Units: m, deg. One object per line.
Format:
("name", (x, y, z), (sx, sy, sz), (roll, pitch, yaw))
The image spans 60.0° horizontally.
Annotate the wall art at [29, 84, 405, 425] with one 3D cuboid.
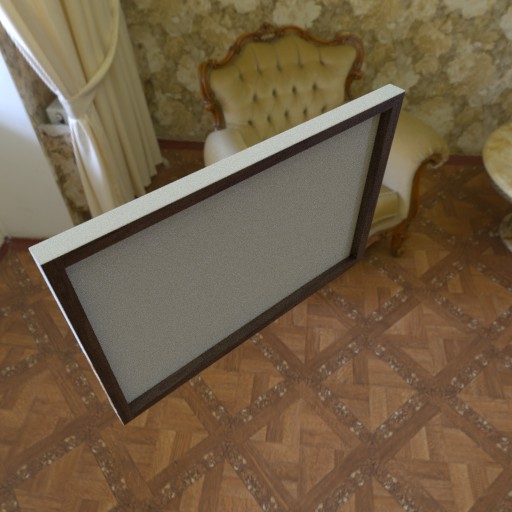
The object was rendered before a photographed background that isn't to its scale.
("wall art", (0.000, 0.000, 1.124), (0.914, 0.610, 0.050), (-31, 54, -26))
